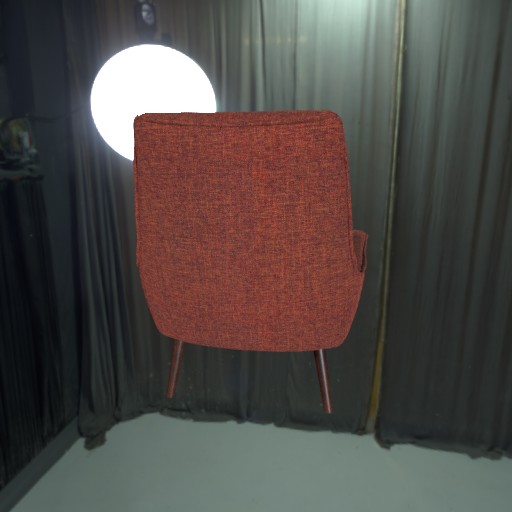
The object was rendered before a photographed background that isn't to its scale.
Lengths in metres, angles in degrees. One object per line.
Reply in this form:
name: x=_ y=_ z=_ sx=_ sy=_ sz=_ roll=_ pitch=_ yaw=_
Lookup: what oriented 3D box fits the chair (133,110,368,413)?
chair: x=0.000 y=0.000 z=1.527 sx=0.803 sy=0.911 sz=0.784 roll=2 pitch=15 yaw=9
